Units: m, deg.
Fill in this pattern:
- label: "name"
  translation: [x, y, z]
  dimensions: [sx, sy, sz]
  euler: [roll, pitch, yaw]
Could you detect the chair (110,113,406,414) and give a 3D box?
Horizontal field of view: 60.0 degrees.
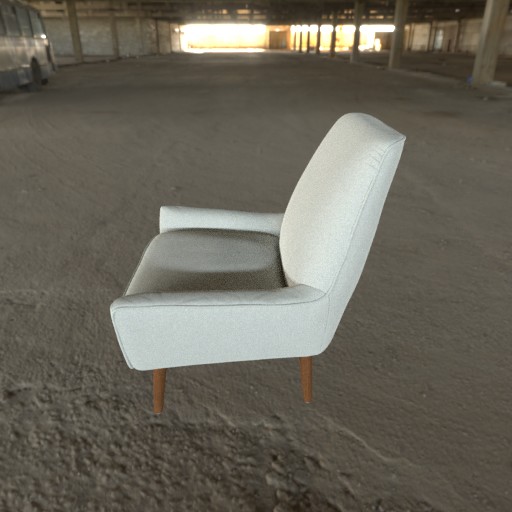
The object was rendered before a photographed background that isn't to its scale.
- label: "chair"
  translation: [0.000, 0.000, 1.512]
  dimensions: [0.822, 0.888, 0.787]
  euler: [0, 26, -1]
